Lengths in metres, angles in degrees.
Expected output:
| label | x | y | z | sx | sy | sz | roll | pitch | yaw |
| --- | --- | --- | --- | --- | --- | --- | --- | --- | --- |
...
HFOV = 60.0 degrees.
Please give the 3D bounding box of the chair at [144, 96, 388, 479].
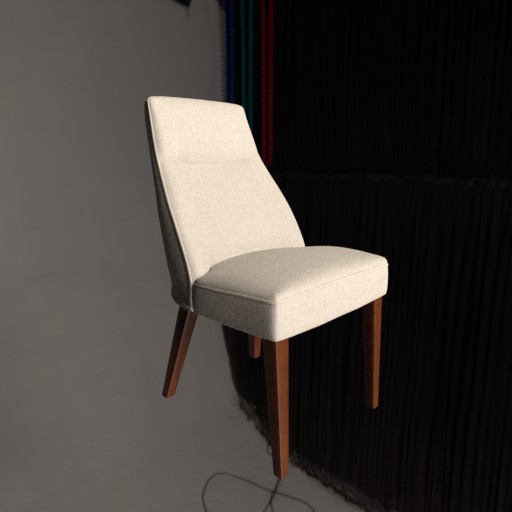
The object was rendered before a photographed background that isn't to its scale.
| label | x | y | z | sx | sy | sz | roll | pitch | yaw |
| --- | --- | --- | --- | --- | --- | --- | --- | --- | --- |
| chair | 0.000 | 0.000 | 1.324 | 0.620 | 0.930 | 0.500 | 13 | 18 | 43 |
